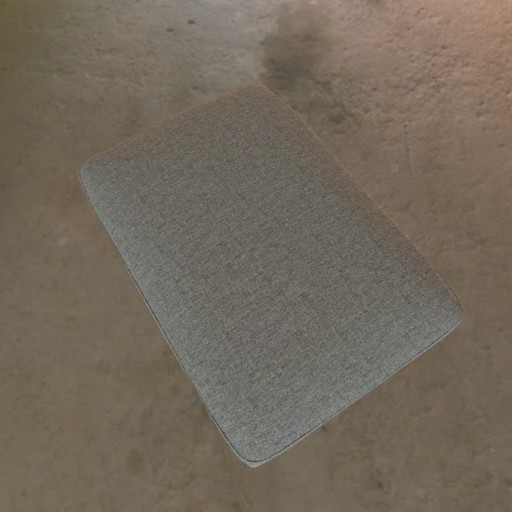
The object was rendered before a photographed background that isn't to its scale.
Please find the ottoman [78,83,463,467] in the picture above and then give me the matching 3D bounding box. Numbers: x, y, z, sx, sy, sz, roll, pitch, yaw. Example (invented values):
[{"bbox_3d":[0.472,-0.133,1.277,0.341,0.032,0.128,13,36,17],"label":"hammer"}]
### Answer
[{"bbox_3d":[0.000,0.000,1.324,0.694,0.451,0.977,-30,68,-14],"label":"ottoman"}]
